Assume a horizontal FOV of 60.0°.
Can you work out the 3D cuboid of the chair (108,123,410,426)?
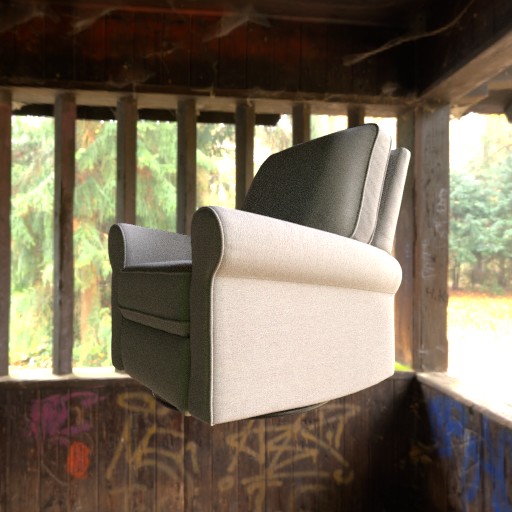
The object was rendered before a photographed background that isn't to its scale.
[{"bbox_3d":[0.000,0.000,1.635,0.878,0.960,0.890,0,-1,-35],"label":"chair"}]
